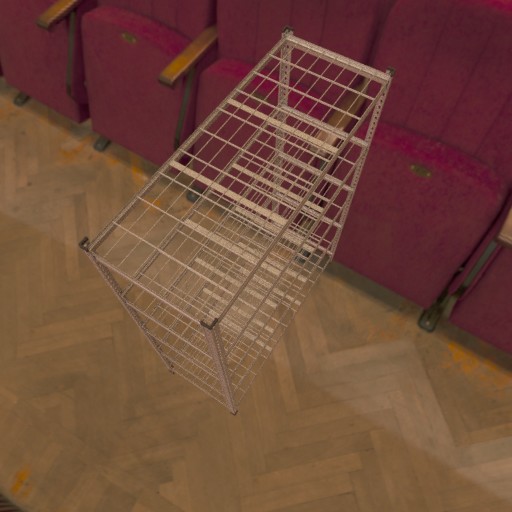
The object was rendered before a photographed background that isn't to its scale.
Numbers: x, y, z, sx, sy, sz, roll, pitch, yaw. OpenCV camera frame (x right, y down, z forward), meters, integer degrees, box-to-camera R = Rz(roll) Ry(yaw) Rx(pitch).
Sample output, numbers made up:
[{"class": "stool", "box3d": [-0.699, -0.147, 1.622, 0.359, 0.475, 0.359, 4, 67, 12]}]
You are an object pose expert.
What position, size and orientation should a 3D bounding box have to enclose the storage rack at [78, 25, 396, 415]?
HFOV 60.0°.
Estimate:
[{"class": "storage rack", "box3d": [0.000, 0.000, 2.752, 0.610, 1.981, 1.524, 30, 66, 15]}]
